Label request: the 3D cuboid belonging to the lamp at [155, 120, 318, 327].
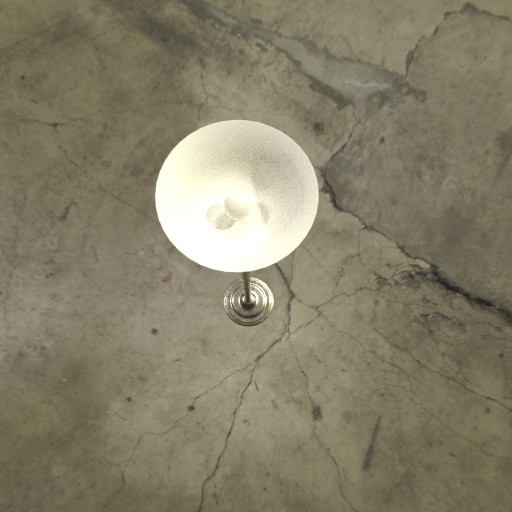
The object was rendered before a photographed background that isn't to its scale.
[{"bbox_3d":[0.000,0.000,1.981,0.405,1.785,0.575,33,78,8],"label":"lamp"}]
